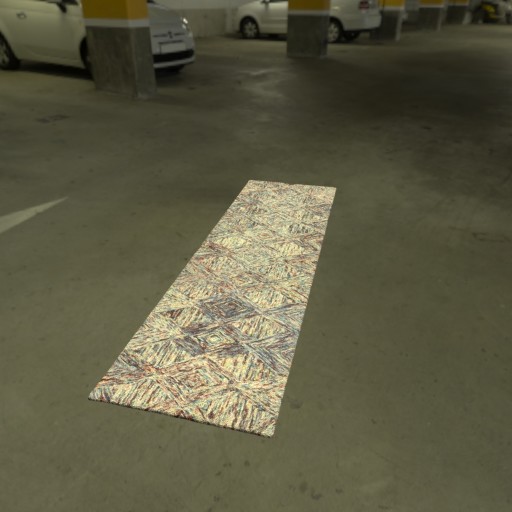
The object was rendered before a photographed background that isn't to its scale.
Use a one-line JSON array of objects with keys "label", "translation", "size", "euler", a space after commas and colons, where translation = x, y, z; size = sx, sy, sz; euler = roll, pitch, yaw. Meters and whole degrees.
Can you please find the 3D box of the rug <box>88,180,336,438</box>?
[{"label": "rug", "translation": [0.000, 0.000, 2.493], "size": [0.688, 0.015, 2.292], "euler": [7, 31, 12]}]
